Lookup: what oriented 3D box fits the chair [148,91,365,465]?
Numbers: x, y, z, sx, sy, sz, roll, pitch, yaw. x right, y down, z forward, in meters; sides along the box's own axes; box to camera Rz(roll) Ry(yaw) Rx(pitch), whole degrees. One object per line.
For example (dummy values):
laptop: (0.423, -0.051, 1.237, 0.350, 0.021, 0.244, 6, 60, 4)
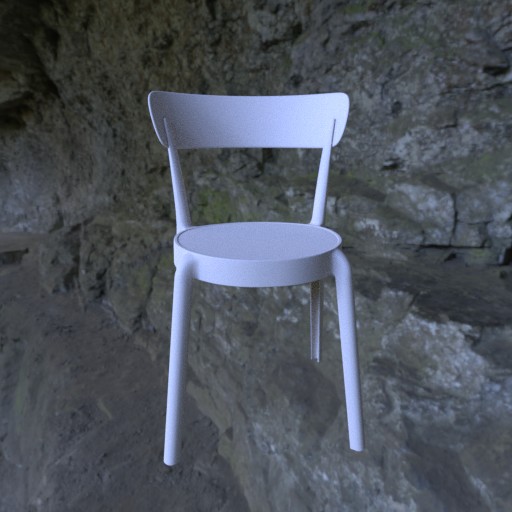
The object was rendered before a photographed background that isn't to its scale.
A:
chair: (0.000, 0.000, 1.100, 0.506, 0.790, 0.491, -2, 16, -6)
